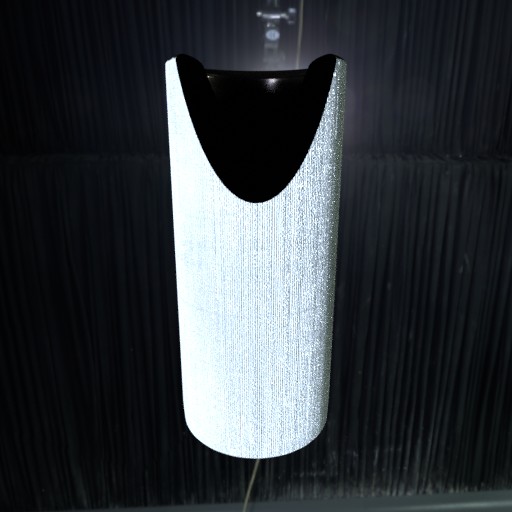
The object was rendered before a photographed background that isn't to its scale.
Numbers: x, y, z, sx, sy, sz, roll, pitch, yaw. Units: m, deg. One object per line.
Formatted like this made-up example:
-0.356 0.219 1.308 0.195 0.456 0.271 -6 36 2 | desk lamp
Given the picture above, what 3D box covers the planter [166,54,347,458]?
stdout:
0.000 0.000 0.127 0.045 0.103 0.045 -3 17 -8 | planter
